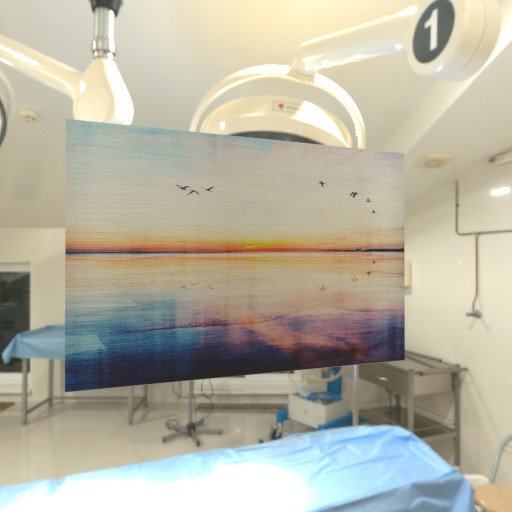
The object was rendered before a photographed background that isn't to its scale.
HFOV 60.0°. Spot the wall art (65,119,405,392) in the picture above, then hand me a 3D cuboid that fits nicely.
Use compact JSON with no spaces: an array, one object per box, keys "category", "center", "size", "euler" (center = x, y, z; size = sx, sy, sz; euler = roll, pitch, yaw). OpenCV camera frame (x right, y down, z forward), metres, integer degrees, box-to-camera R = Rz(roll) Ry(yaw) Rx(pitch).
[{"category":"wall art","center":[0.000,0.000,1.153],"size":[0.911,0.605,0.037],"euler":[0,-1,-20]}]
